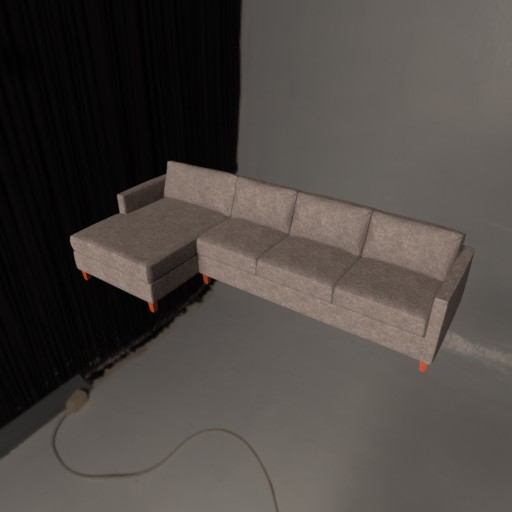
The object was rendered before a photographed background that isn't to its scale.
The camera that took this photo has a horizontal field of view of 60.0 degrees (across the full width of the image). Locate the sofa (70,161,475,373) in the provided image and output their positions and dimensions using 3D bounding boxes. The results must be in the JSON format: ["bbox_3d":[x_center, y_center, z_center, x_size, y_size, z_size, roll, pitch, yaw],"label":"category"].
[{"bbox_3d":[0.000,0.000,4.173,3.471,0.954,1.606,19,36,29],"label":"sofa"}]
